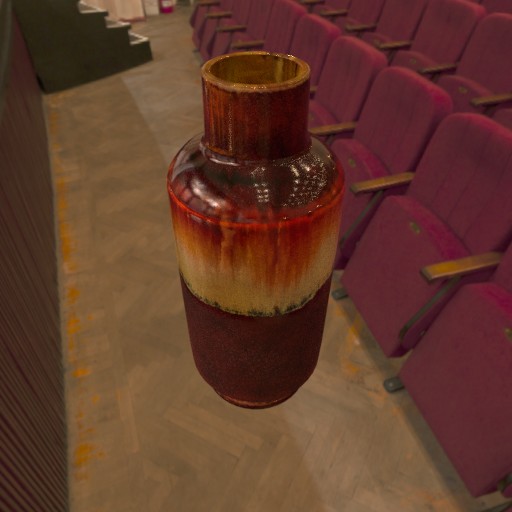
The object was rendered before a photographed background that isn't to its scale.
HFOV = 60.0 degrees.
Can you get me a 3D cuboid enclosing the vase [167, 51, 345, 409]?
[{"bbox_3d":[0.000,0.000,0.317,0.111,0.261,0.111,0,41,0],"label":"vase"}]
